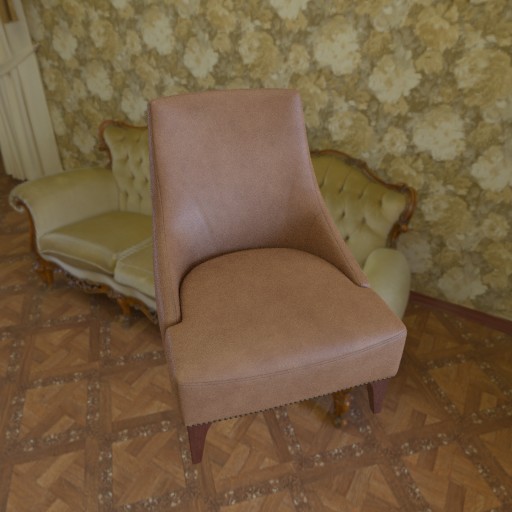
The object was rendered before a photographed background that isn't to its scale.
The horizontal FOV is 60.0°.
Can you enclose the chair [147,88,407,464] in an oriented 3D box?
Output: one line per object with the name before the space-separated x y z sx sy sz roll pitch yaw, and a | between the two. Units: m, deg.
chair | 0.000 0.000 1.496 0.701 0.909 0.861 -9 34 -14
